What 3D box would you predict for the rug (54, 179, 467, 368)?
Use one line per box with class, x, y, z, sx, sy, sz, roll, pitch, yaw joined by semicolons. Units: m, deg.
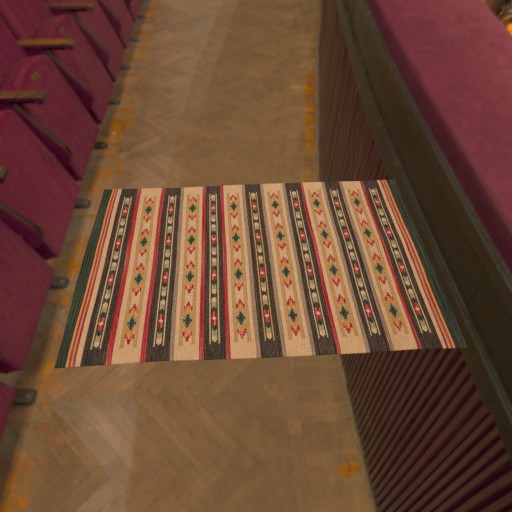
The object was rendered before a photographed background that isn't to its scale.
rug;0.000;0.000;2.354;1.825;0.009;1.221;-2;47;-2
